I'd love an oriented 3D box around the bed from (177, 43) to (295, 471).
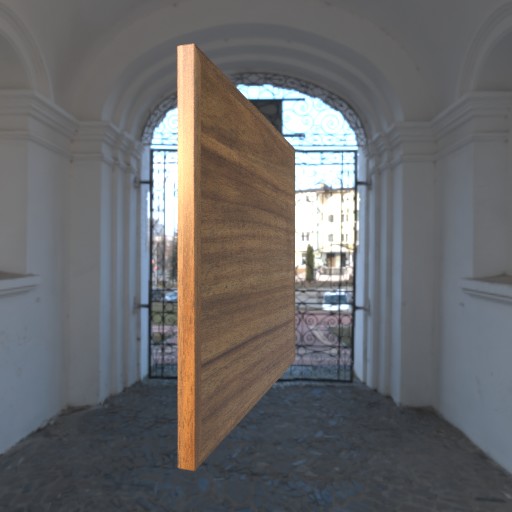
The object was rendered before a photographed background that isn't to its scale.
[{"bbox_3d":[0.000,0.000,1.476,0.043,0.940,1.041,0,1,17],"label":"bed"}]
